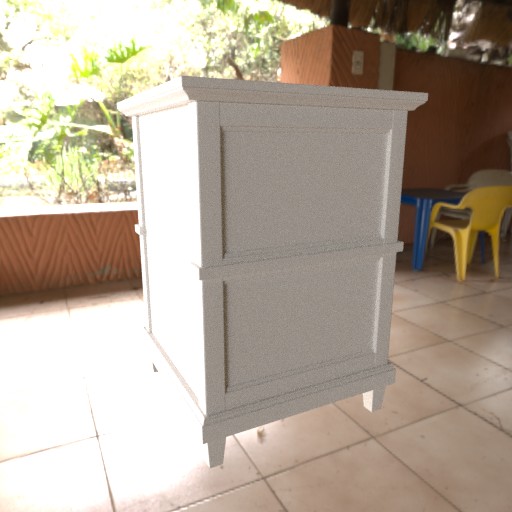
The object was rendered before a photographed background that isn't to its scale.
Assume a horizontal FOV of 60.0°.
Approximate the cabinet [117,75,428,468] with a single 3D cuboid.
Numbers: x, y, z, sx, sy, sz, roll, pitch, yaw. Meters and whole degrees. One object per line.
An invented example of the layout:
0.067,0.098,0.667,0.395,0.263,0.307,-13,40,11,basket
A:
0.000,0.000,1.151,0.547,0.775,0.544,-7,16,-26,cabinet
